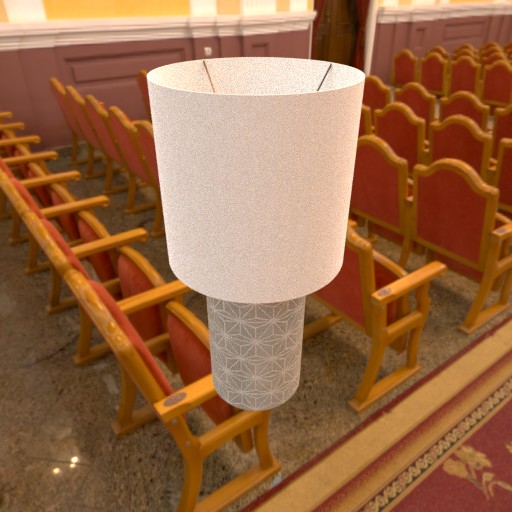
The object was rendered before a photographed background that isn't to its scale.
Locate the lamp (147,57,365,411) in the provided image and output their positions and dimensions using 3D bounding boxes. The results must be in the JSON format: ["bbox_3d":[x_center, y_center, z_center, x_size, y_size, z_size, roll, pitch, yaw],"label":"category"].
[{"bbox_3d":[0.000,0.000,0.536,0.206,0.416,0.206,-21,37,-30],"label":"lamp"}]
